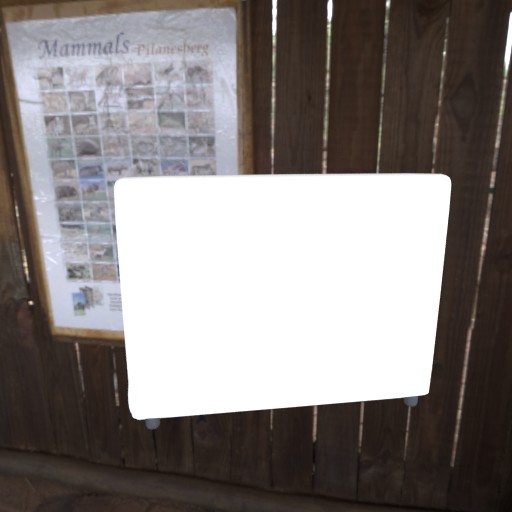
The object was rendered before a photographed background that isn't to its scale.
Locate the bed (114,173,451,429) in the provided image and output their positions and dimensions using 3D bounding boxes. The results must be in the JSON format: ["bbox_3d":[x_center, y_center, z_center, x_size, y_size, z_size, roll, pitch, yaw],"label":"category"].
[{"bbox_3d":[0.000,0.000,3.268,1.714,1.330,2.147,-2,15,-8],"label":"bed"}]
